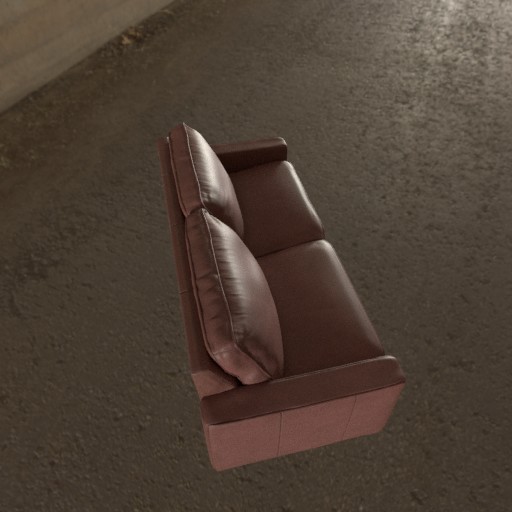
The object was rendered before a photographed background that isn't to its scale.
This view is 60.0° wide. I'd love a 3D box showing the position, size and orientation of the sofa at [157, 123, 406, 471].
[{"bbox_3d":[0.000,0.000,2.653,0.940,0.919,2.080,-10,47,-9],"label":"sofa"}]
